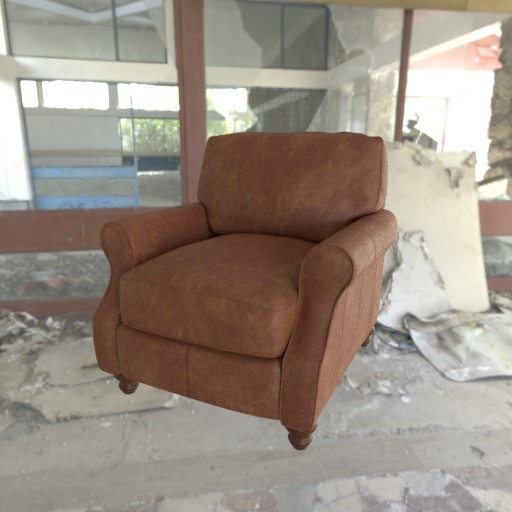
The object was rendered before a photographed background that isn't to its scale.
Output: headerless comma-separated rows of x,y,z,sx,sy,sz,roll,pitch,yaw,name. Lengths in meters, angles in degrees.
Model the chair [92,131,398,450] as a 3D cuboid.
0.000,0.000,1.753,0.983,0.962,0.986,7,16,26,chair
